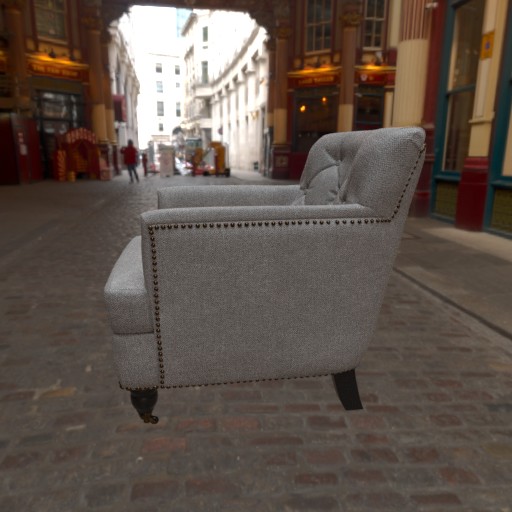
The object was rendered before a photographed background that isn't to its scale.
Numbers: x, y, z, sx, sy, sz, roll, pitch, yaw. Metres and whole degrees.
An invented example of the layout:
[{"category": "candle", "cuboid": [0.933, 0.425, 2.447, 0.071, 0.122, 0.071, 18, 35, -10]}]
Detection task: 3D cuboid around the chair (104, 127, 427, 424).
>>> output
[{"category": "chair", "cuboid": [0.000, 0.000, 1.494, 0.902, 0.823, 0.737, -2, 14, -8]}]
